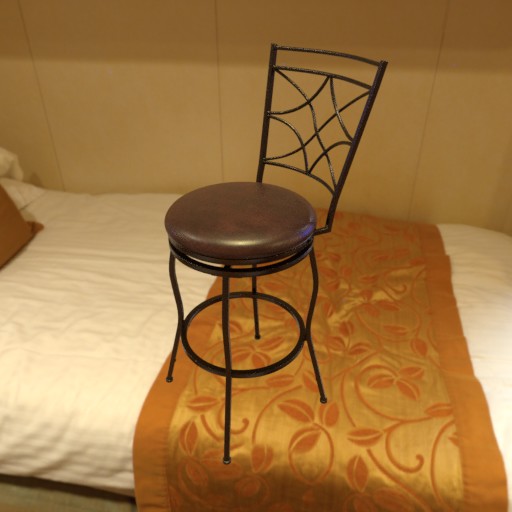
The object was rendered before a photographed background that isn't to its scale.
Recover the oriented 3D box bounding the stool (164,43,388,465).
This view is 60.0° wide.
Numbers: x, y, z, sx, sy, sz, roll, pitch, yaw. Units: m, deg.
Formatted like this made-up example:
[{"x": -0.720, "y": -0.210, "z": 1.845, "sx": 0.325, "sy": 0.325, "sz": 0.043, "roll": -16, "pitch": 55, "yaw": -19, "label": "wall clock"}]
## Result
[{"x": 0.000, "y": 0.000, "z": 1.354, "sx": 0.534, "sy": 1.117, "sz": 0.434, "roll": -20, "pitch": 37, "yaw": -29, "label": "stool"}]
